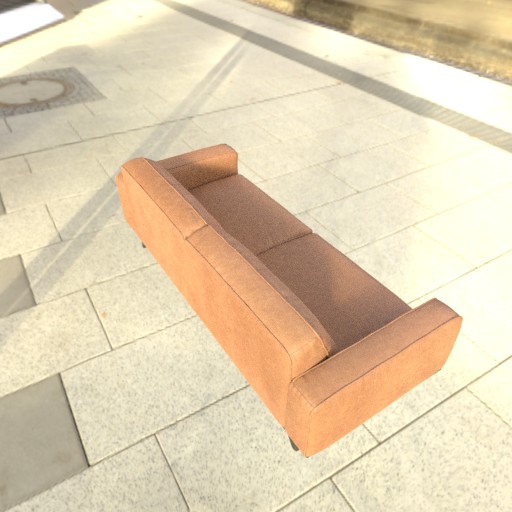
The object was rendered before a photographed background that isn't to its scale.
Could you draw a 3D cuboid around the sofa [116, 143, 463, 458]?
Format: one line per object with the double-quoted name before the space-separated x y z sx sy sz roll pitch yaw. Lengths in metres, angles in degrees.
"sofa" 0.000 0.000 2.750 0.953 0.780 2.270 -23 45 -25
